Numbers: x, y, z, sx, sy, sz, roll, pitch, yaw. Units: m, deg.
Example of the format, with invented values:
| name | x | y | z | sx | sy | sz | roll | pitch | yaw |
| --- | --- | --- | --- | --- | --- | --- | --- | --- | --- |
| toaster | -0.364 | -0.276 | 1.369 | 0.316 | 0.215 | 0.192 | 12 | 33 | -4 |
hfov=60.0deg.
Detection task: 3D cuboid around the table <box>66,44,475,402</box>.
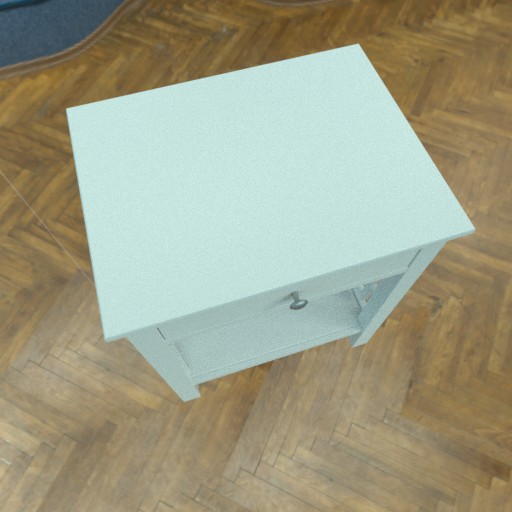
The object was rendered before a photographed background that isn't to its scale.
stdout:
| name | x | y | z | sx | sy | sz | roll | pitch | yaw |
| --- | --- | --- | --- | --- | --- | --- | --- | --- | --- |
| table | 0.000 | 0.000 | 1.011 | 0.564 | 0.646 | 0.451 | -16 | 64 | -8 |
